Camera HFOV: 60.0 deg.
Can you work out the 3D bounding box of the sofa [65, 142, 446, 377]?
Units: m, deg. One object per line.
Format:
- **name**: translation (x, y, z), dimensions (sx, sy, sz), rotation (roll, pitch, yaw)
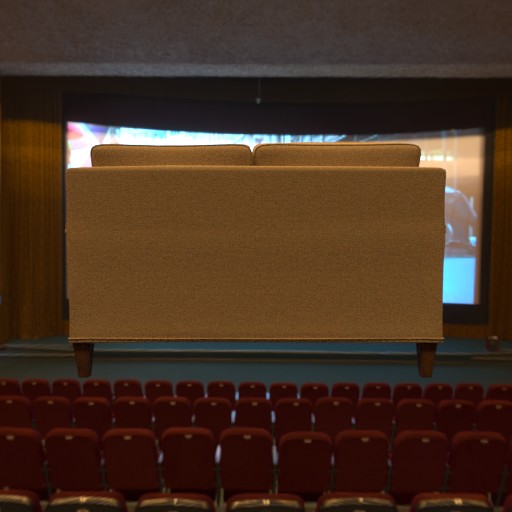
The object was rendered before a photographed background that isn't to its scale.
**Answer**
- **sofa**: translation (0.000, 0.000, 2.273), dimensions (1.597, 1.003, 1.084), rotation (0, 1, 0)
